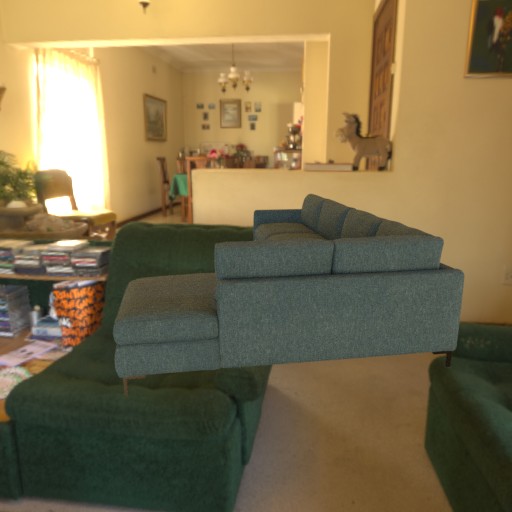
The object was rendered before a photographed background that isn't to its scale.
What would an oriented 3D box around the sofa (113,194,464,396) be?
[{"bbox_3d":[0.000,0.000,3.846,2.007,0.815,2.949,-2,14,-9],"label":"sofa"}]
